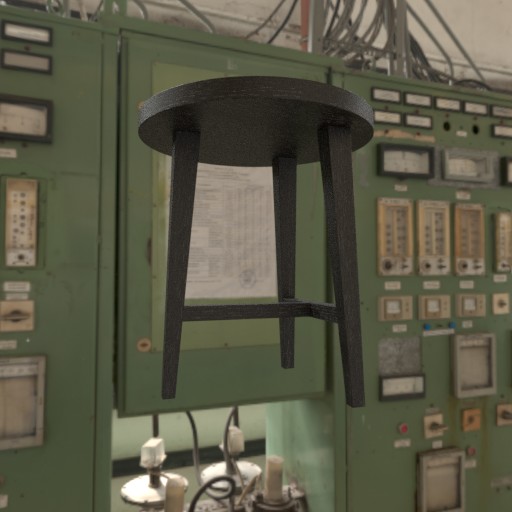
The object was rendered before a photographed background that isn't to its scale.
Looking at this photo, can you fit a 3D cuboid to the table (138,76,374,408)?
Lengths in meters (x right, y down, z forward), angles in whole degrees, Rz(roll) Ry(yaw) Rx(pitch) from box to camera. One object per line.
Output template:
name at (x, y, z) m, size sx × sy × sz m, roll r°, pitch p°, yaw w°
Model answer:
table at (0.000, 0.000, 0.771) m, size 0.399 × 0.460 × 0.399 m, roll 0°, pitch -1°, yaw 0°
